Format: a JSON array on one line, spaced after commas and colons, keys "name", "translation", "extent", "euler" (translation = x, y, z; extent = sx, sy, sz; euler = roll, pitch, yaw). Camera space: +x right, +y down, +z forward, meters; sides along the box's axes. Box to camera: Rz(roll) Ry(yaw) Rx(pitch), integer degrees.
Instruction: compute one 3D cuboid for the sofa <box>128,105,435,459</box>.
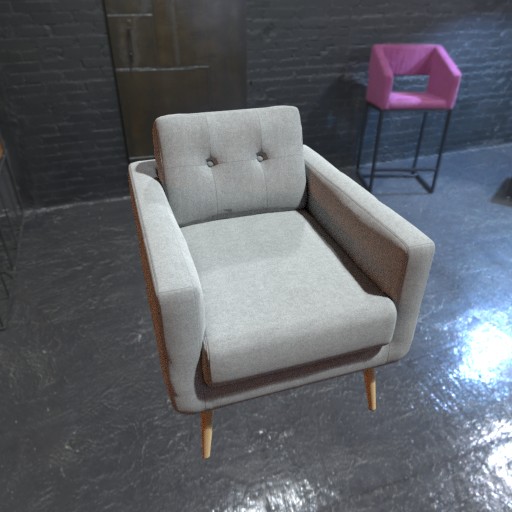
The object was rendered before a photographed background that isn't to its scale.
[{"name": "sofa", "translation": [0.000, 0.000, 1.548], "extent": [0.770, 0.860, 0.920], "euler": [-10, 33, -15]}]
